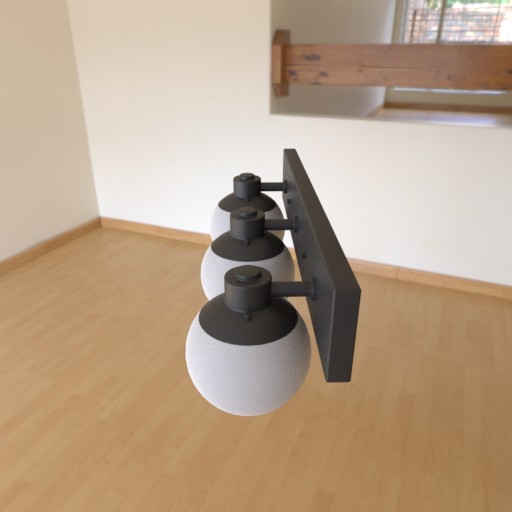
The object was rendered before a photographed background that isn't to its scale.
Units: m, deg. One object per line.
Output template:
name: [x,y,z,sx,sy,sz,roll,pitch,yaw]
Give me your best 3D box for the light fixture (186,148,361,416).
light fixture: [0.000,0.000,0.866,0.218,0.263,0.721,-1,26,-1]
